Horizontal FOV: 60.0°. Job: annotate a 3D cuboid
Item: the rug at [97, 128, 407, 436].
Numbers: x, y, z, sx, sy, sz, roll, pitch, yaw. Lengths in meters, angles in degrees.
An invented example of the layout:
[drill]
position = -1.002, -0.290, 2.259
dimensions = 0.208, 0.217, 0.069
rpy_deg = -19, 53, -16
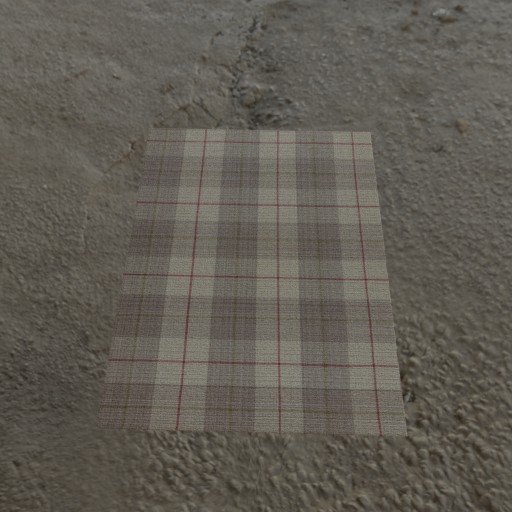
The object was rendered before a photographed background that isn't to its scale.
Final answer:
[rug]
position = 0.000, 0.000, 3.982
dimensions = 2.317, 0.016, 2.959
rpy_deg = 1, 63, 1
